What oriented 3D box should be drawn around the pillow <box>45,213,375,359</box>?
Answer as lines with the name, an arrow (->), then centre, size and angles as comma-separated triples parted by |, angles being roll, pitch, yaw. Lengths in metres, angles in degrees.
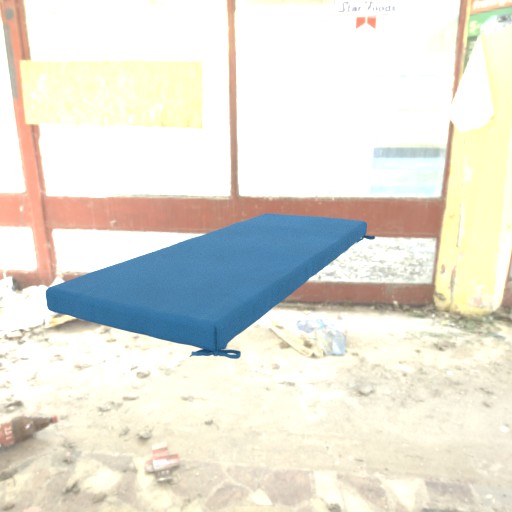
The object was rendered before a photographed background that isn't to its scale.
pillow -> 0.000, 0.000, 1.378 | 0.492, 0.081, 1.187 | 8, 17, 26
